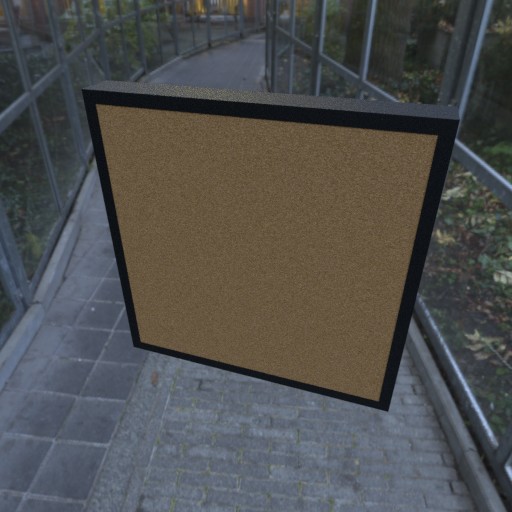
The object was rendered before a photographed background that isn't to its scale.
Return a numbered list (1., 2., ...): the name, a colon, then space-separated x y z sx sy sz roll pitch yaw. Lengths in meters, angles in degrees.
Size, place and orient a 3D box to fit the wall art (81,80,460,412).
1. wall art: 0.000 0.000 0.438 0.305 0.304 0.038 10 34 15
